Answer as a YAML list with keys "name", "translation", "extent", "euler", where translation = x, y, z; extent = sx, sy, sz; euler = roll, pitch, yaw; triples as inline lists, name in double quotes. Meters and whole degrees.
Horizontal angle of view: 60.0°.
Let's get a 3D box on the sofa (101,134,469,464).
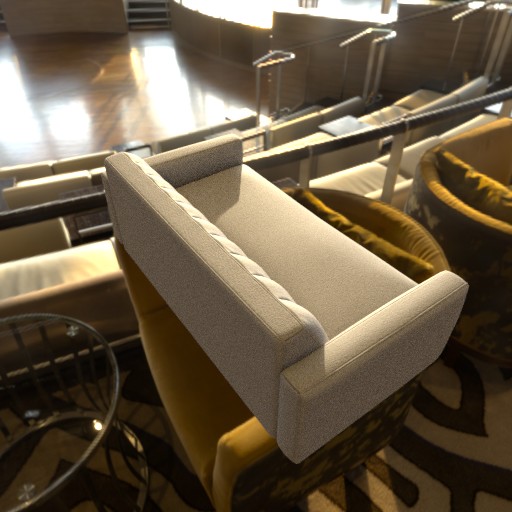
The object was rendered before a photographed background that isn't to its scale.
- name: "sofa"
  translation: [0.000, 0.000, 2.417]
  extent: [0.969, 0.814, 1.895]
  euler: [-25, 46, -27]
